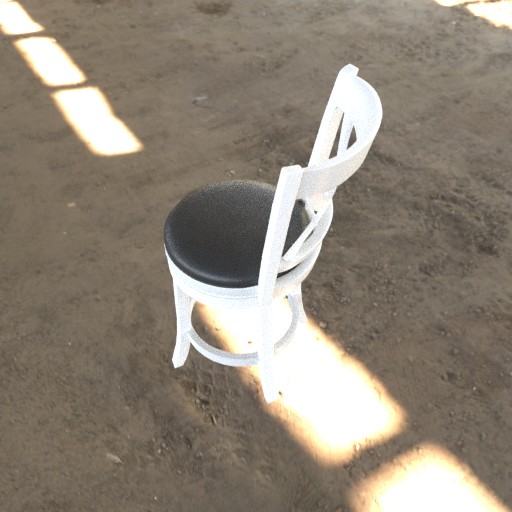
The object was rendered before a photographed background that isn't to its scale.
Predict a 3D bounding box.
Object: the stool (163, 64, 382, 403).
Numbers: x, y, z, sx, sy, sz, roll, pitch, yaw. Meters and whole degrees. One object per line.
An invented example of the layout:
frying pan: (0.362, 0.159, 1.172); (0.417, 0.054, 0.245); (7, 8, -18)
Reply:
stool: (0.000, 0.000, 1.250); (0.508, 0.953, 0.444); (16, 49, 14)
